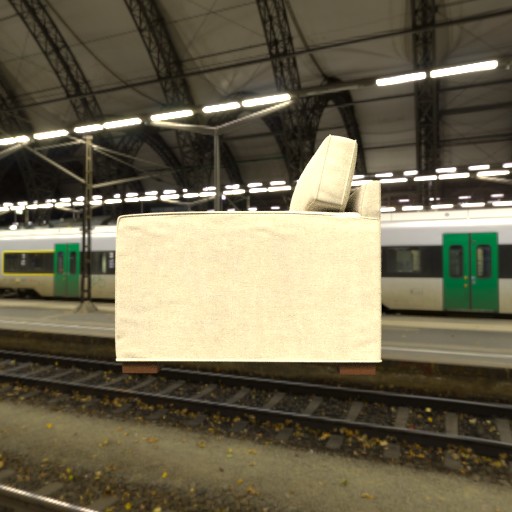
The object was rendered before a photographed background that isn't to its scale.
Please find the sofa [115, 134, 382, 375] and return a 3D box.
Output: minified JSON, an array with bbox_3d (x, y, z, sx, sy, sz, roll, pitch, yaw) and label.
[{"bbox_3d":[0.000,0.000,2.577,0.936,0.862,2.093,0,-1,2],"label":"sofa"}]
